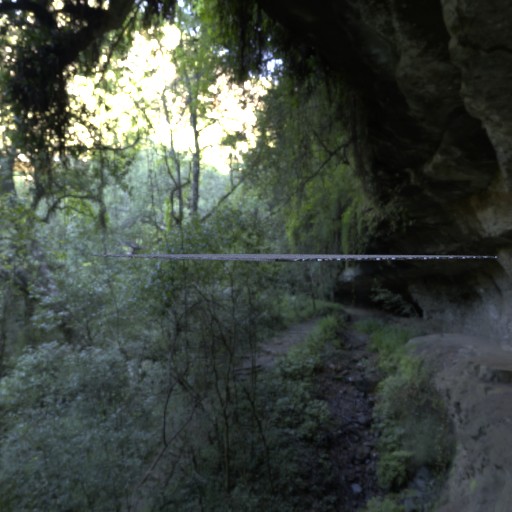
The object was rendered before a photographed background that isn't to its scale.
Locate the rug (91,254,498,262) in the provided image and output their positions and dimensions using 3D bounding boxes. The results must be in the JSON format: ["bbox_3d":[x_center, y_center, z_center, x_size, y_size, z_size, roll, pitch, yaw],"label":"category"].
[{"bbox_3d":[0.000,0.000,2.433,1.237,0.010,2.029,0,1,-37],"label":"rug"}]
